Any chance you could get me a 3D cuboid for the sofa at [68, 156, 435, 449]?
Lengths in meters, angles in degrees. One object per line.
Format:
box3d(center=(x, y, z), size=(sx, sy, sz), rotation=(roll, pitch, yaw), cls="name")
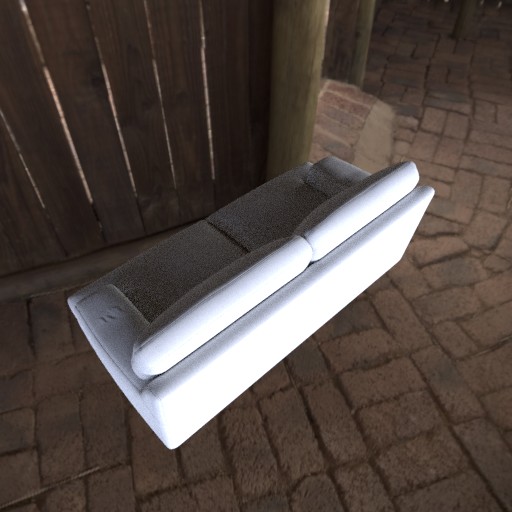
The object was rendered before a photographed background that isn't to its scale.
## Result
box3d(center=(0.000, 0.000, 2.899), size=(2.261, 0.940, 1.143), rotation=(-34, 55, -28), cls="sofa")
